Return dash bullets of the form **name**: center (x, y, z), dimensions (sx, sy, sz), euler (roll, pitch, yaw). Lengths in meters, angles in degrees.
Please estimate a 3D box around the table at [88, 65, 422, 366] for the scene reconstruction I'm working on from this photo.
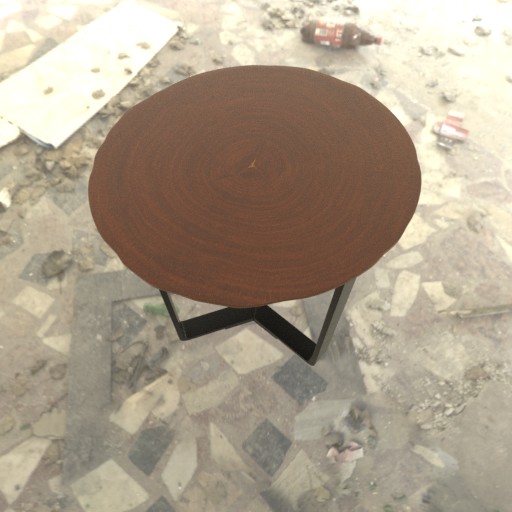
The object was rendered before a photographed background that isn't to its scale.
- **table**: center (0.000, 0.000, 0.743), dimensions (0.410, 0.450, 0.380), euler (-16, 60, -10)
